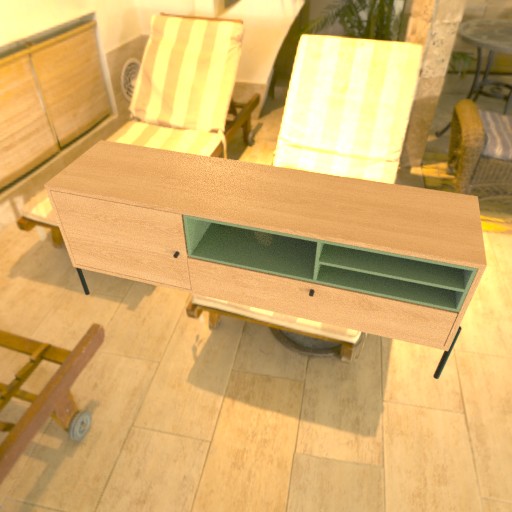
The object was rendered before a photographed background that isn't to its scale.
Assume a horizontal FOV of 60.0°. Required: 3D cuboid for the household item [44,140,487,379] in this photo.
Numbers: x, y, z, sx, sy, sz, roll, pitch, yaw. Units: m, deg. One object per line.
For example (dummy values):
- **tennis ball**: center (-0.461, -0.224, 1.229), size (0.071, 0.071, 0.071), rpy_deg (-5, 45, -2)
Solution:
- **household item**: center (0.000, 0.000, 1.773), size (1.550, 0.600, 0.400), rpy_deg (11, 42, 13)
